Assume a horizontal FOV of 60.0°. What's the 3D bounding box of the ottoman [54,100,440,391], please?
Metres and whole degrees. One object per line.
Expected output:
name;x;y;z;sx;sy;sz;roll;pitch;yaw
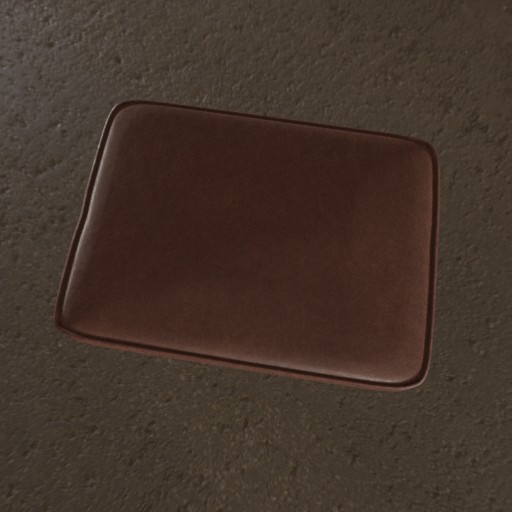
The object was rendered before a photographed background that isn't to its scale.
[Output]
ottoman;0.000;0.000;1.085;0.749;0.449;0.548;8;74;2
